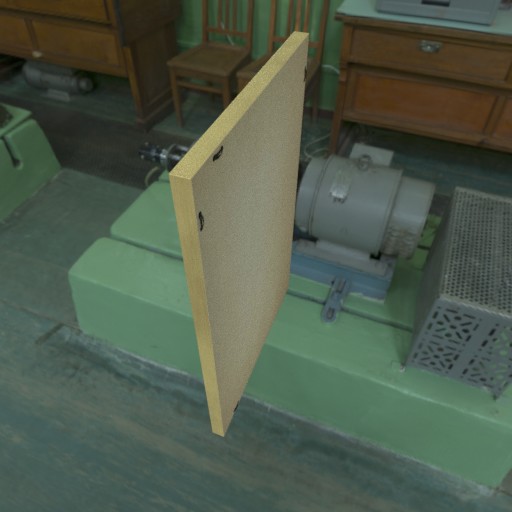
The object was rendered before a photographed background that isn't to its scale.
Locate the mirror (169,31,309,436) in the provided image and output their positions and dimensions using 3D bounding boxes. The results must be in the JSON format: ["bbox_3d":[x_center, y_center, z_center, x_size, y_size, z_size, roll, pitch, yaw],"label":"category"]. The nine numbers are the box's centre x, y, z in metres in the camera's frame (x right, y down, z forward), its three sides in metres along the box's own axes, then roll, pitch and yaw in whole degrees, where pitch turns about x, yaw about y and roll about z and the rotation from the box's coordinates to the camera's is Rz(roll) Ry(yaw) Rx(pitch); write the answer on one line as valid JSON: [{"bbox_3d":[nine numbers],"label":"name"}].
[{"bbox_3d":[0.000,0.000,1.165,0.041,0.915,0.609,15,48,14],"label":"mirror"}]
